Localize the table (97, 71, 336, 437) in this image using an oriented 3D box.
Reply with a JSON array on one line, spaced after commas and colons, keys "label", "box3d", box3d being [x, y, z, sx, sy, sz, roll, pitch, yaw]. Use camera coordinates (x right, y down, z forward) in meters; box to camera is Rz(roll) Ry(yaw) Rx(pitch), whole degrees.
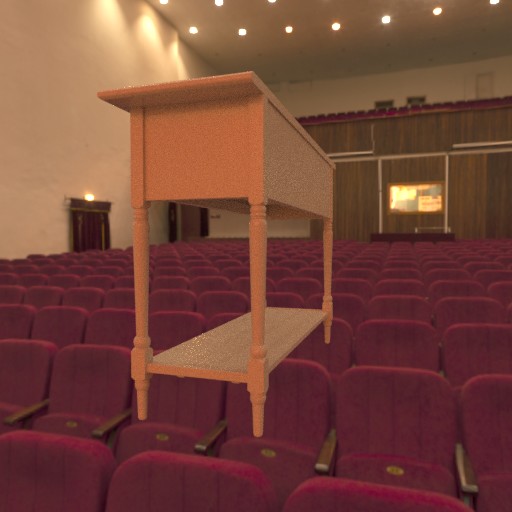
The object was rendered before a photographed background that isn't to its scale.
[{"label": "table", "box3d": [0.000, 0.000, 1.552, 0.384, 0.808, 1.197, 1, 2, 18]}]
